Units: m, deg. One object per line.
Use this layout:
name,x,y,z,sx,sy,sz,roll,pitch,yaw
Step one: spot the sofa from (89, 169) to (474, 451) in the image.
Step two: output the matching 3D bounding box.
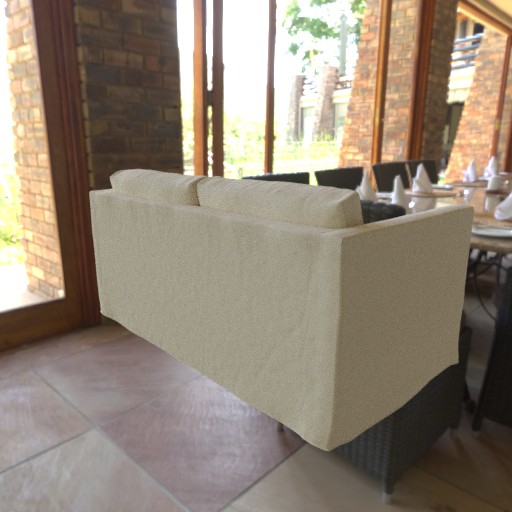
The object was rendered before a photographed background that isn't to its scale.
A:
sofa,0.000,0.000,2.228,0.962,0.834,1.746,-13,19,-42
